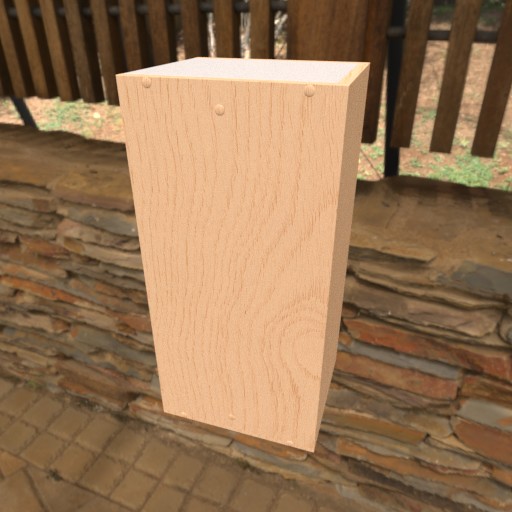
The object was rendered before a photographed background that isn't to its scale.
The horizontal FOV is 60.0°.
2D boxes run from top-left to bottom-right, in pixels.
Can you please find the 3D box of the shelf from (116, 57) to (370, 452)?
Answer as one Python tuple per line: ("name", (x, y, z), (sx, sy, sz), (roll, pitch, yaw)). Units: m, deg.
("shelf", (0.000, 0.000, 0.764), (0.290, 0.600, 0.250), (9, 30, 16))
